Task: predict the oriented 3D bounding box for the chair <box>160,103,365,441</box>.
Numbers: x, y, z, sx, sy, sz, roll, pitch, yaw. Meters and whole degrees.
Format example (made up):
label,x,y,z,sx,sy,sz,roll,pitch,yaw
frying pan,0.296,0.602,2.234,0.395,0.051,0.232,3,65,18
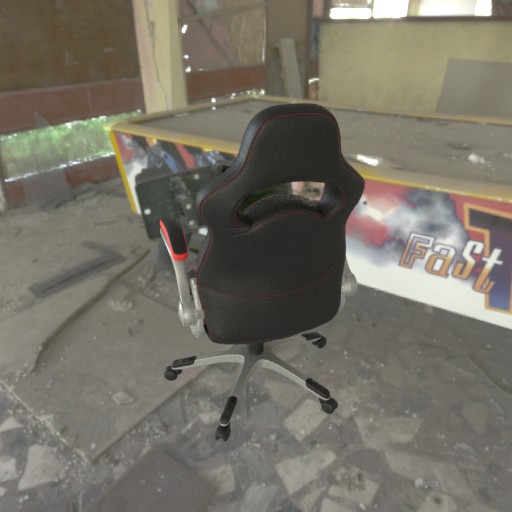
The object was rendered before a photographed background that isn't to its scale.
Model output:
label,x,y,z,sx,sy,sz,roll,pitch,yaw
chair,0.000,0.000,1.642,0.758,1.165,0.712,-8,28,-16
